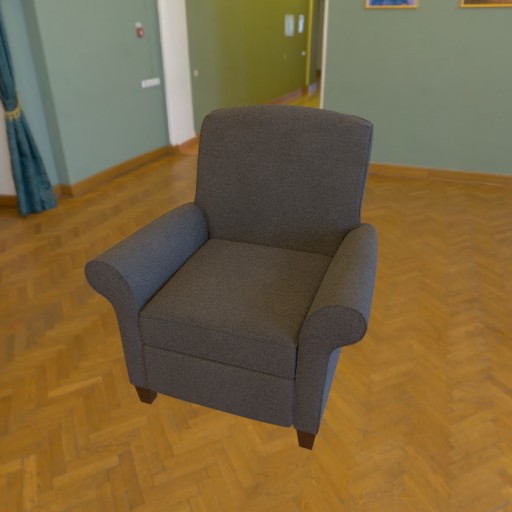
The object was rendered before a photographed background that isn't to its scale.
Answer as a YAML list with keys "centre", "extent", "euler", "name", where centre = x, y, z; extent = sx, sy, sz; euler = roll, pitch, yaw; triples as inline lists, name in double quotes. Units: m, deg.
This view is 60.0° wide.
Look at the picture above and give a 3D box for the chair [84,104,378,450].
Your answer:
- centre: [0.000, 0.000, 1.805]
  extent: [0.978, 1.061, 0.905]
  euler: [9, 29, 17]
  name: "chair"
